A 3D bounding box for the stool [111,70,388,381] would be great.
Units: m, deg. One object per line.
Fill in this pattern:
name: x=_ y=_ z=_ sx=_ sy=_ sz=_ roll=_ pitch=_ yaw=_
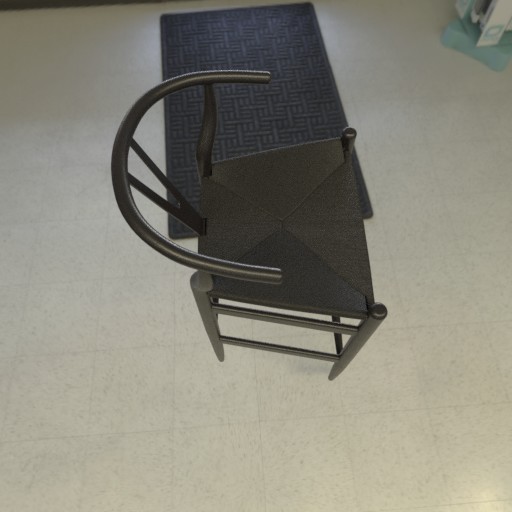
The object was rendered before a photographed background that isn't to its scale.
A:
stool: x=0.000 y=0.000 z=1.315 sx=0.579 sy=0.970 sz=0.569 roll=-1 pitch=63 yaw=-1
